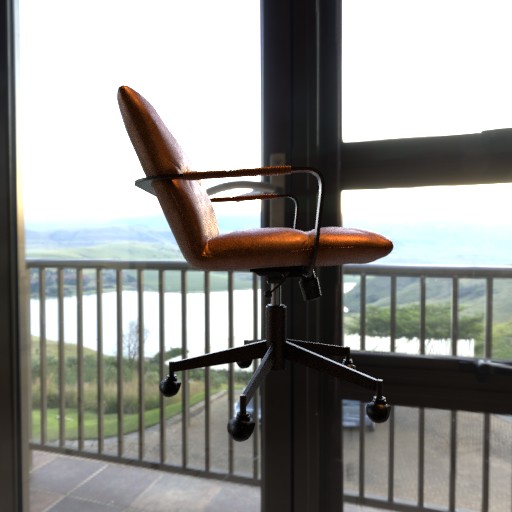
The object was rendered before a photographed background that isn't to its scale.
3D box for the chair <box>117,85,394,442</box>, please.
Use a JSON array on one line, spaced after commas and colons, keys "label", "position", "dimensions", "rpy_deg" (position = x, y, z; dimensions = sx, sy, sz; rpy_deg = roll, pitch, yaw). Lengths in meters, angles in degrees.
[{"label": "chair", "position": [0.000, 0.000, 1.437], "dimensions": [0.754, 0.922, 0.727], "rpy_deg": [0, 1, -1]}]
